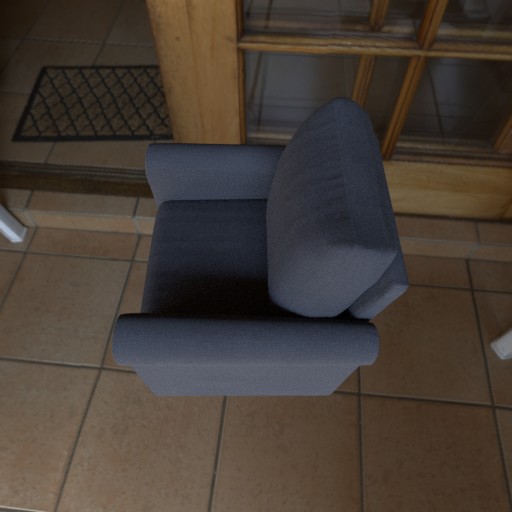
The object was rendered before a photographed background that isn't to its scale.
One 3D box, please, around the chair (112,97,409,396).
[{"bbox_3d":[0.000,0.000,1.597,0.828,0.942,0.867,0,57,0],"label":"chair"}]
